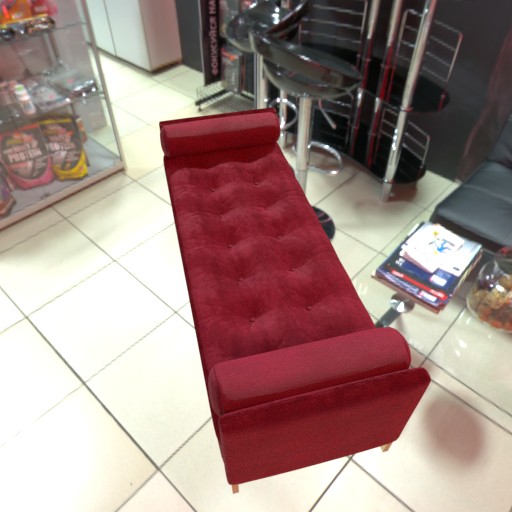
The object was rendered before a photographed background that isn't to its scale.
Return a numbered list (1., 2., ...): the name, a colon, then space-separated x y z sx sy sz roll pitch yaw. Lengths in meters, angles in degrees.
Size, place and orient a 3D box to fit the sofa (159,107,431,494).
1. sofa: 0.000 0.000 2.420 0.796 0.705 2.102 -10 47 -10
